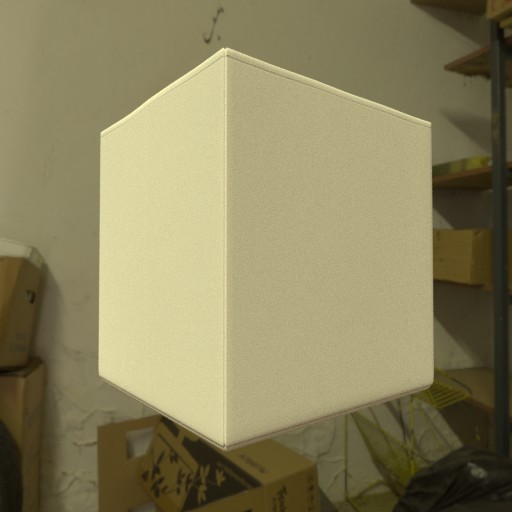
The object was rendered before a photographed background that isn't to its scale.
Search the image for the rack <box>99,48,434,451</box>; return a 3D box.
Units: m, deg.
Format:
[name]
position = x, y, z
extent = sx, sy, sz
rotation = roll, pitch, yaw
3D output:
[rack]
position = 0.000, 0.000, 0.488
extent = 0.270, 0.280, 0.270
rotation = 1, -2, -38
